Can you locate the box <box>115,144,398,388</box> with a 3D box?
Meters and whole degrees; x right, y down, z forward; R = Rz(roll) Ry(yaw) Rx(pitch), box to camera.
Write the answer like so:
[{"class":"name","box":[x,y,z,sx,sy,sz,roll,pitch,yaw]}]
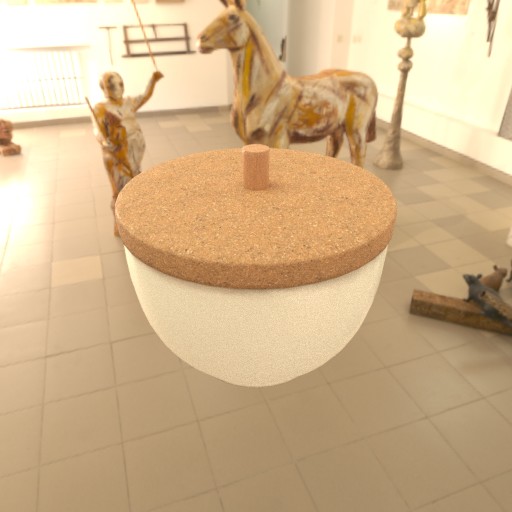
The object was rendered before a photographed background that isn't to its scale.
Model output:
[{"class":"box","box":[0.000,0.000,0.189,0.107,0.094,0.107,0,31,0]}]
